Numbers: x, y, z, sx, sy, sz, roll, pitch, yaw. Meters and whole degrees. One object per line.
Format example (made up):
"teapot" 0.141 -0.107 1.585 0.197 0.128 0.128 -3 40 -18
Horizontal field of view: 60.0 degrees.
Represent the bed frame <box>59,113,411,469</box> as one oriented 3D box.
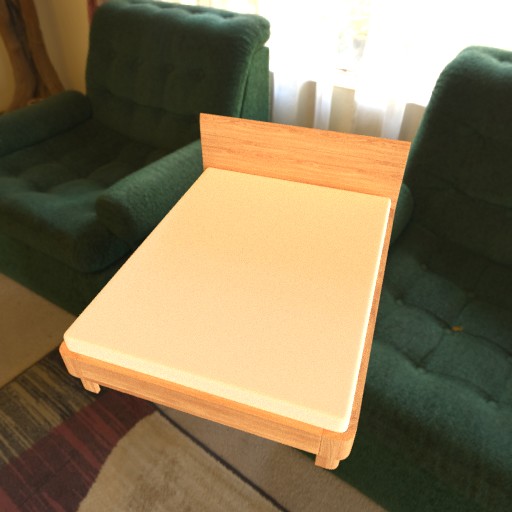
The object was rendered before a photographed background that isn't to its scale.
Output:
"bed frame" 0.000 0.000 2.950 1.660 0.940 2.092 12 41 14
